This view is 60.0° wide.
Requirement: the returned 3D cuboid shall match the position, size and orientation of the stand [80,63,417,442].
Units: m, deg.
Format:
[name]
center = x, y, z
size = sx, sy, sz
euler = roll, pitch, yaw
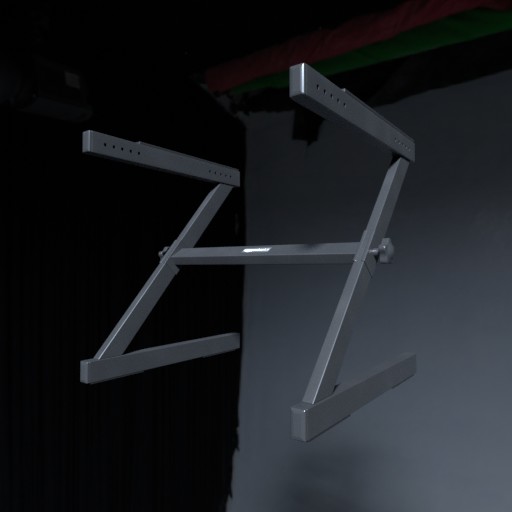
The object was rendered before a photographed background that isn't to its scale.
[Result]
[stand]
center = 0.000, 0.000, 1.124
size = 0.700, 0.617, 0.586
euler = -1, -2, 36
